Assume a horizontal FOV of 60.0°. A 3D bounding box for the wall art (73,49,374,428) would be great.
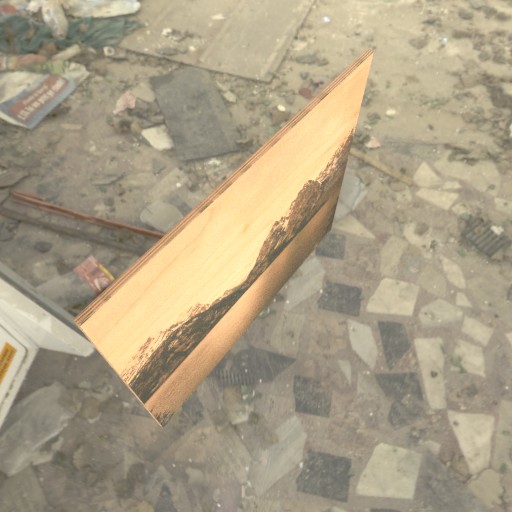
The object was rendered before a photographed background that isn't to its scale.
[{"bbox_3d":[0.000,0.000,0.664,0.010,0.408,0.508,33,63,19],"label":"wall art"}]
